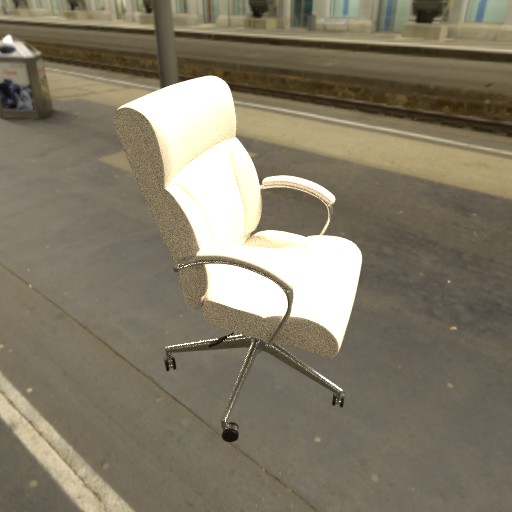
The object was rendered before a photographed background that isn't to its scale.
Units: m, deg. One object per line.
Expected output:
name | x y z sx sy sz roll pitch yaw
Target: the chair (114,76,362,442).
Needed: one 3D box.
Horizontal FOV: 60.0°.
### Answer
chair | 0.000 0.000 1.560 0.745 1.099 0.727 10 32 16
